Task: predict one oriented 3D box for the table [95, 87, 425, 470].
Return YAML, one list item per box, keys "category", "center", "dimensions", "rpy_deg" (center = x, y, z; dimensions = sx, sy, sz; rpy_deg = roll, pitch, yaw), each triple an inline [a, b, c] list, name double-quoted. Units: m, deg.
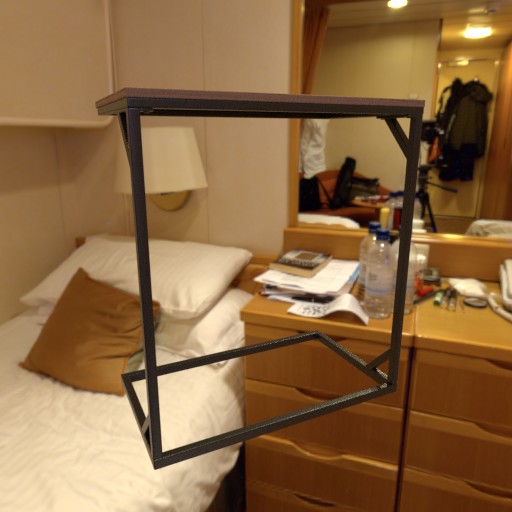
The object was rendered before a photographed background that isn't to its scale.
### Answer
- category: "table"
  center: [0.000, 0.000, 1.016]
  dimensions: [0.597, 0.673, 0.351]
  rpy_deg: [-7, 17, -25]
